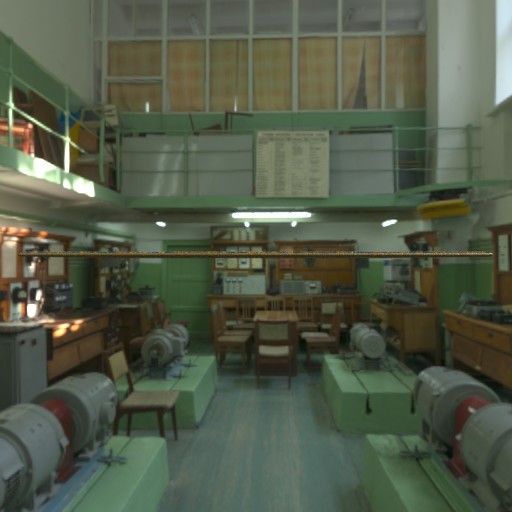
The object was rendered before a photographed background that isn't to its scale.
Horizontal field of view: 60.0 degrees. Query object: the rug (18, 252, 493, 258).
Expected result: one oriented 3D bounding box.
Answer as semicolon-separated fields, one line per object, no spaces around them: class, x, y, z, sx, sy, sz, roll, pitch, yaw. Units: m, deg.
rug;0.000;0.000;4.040;3.040;0.031;2.435;0;-1;1
